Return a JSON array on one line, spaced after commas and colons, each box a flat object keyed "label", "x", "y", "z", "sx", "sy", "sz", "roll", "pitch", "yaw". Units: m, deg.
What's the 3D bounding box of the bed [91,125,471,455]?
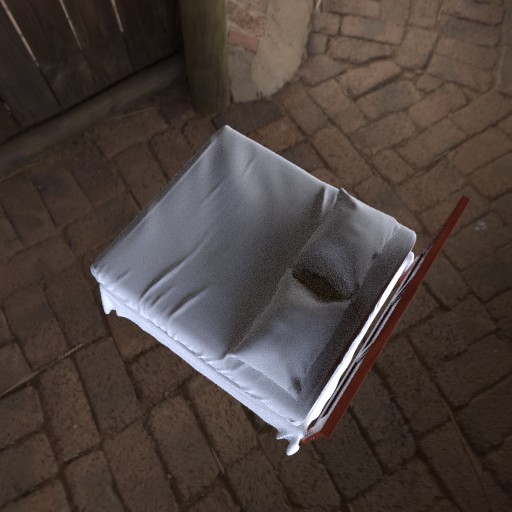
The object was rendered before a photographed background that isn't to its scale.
[{"label": "bed", "x": 0.000, "y": 0.000, "z": 3.224, "sx": 2.050, "sy": 1.270, "sz": 1.870, "roll": 33, "pitch": 69, "yaw": 14}]
